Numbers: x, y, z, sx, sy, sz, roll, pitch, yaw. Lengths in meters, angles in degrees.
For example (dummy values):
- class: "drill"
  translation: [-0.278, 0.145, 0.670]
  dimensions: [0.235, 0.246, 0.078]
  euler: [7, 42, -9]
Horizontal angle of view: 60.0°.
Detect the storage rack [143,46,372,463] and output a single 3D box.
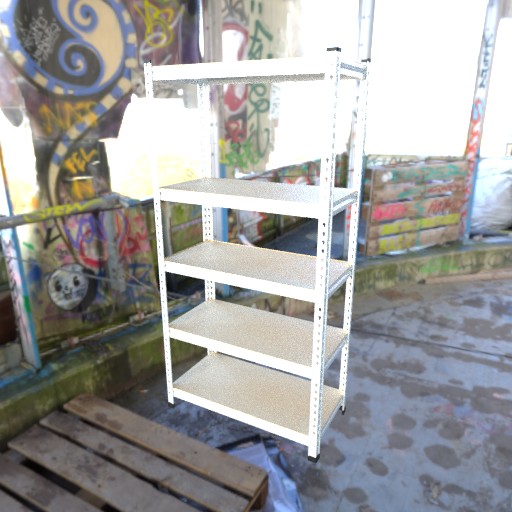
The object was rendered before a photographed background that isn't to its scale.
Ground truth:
- class: "storage rack"
  translation: [0.000, 0.000, 2.247]
  dimensions: [0.914, 1.829, 0.457]
  euler: [10, 20, 27]
